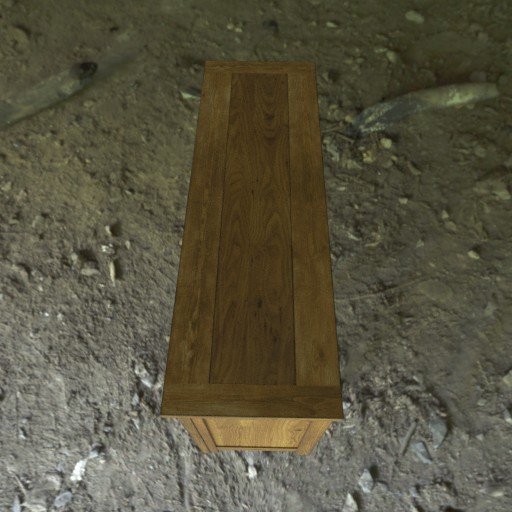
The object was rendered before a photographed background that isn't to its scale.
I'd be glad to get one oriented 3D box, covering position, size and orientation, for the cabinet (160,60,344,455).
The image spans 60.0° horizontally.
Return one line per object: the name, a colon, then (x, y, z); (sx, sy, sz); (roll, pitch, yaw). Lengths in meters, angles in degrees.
cabinet: (0.000, 0.000, 1.870); (0.480, 0.813, 1.474); (1, 58, 1)
